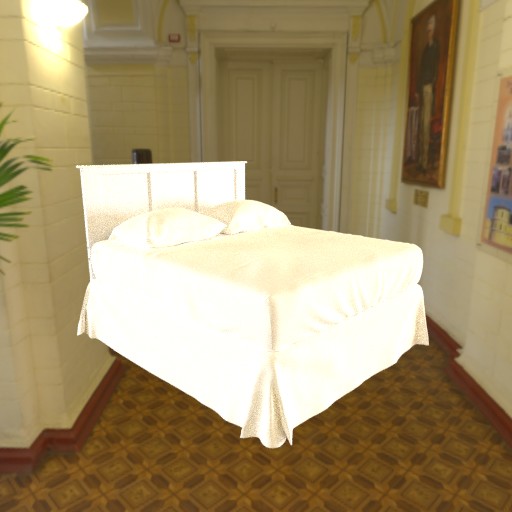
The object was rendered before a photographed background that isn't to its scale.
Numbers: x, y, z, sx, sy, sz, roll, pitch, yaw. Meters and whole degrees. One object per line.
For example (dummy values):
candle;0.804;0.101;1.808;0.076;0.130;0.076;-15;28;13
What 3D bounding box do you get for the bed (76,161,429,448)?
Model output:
bed;0.000;0.000;3.200;2.047;1.269;1.876;13;19;43
